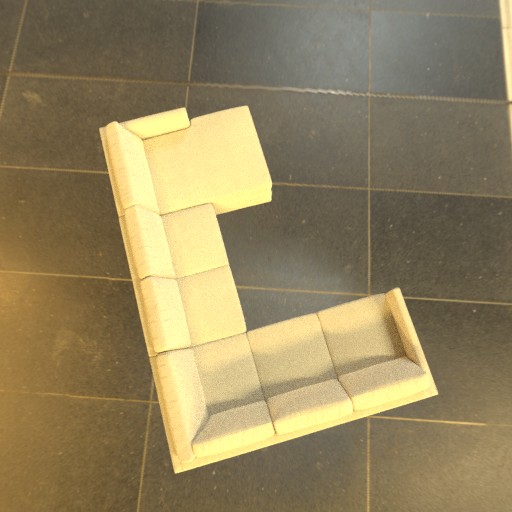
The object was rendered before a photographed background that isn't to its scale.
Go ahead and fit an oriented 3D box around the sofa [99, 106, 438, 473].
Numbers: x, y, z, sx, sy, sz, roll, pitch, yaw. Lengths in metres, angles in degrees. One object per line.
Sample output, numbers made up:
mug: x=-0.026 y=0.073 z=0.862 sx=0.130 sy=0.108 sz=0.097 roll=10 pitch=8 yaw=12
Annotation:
sofa: x=0.000 y=0.000 z=4.514 sx=2.427 sy=0.882 sz=3.460 roll=-15 pitch=76 yaw=-4
